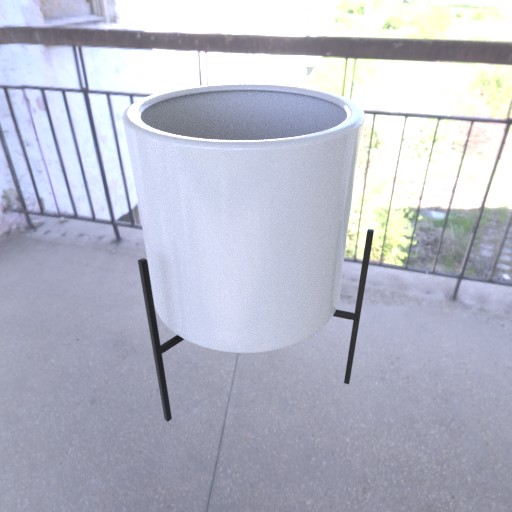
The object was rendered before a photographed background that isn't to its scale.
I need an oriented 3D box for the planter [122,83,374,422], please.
[{"bbox_3d":[0.000,0.000,0.734,0.361,0.480,0.360,10,34,15],"label":"planter"}]
